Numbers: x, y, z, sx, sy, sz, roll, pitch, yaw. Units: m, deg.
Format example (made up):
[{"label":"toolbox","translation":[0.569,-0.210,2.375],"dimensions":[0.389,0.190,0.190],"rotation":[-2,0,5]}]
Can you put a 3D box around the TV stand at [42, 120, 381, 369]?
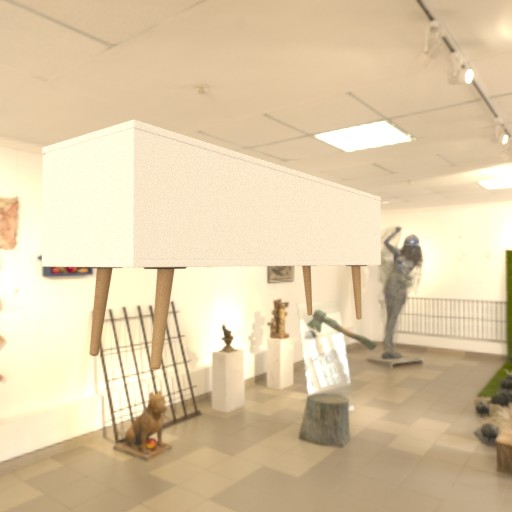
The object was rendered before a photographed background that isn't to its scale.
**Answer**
[{"label":"TV stand","translation":[0.000,0.000,1.617],"dimensions":[0.401,0.560,1.398],"rotation":[-1,-1,37]}]
